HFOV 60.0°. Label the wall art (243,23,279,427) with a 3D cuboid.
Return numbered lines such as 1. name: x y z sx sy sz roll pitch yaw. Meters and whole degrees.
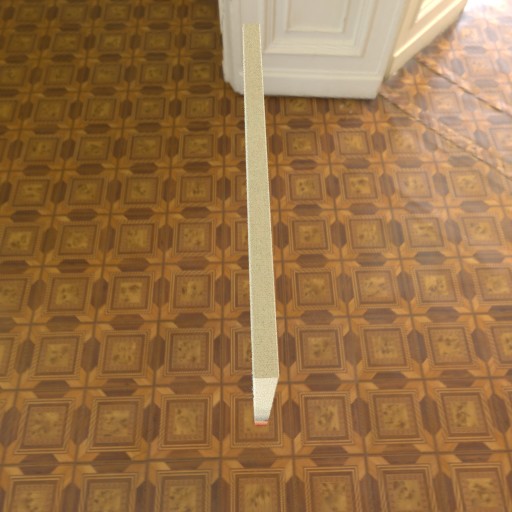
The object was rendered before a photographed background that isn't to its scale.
1. wall art: 0.000 0.000 0.609 0.023 0.405 0.405 -2 64 -1
